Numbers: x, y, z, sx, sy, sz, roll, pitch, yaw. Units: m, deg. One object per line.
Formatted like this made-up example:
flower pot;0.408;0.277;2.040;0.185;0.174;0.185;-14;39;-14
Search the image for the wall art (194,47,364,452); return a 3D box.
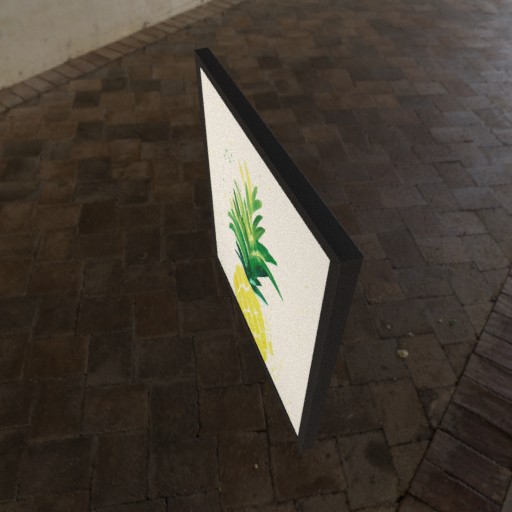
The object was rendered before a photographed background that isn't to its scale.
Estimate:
wall art;0.000;0.000;1.147;0.037;0.760;0.762;-16;49;-14
